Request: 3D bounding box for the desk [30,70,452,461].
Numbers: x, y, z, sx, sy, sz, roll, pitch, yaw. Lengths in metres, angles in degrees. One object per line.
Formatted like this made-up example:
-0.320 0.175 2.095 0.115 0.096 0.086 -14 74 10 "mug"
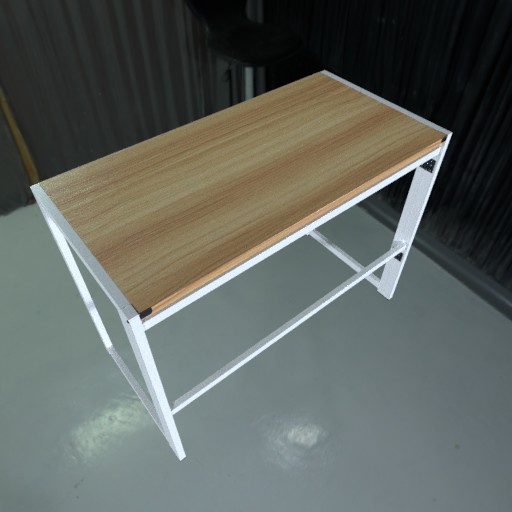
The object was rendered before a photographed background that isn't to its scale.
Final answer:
0.000 0.000 1.444 1.016 0.762 0.508 -31 54 -25 "desk"
